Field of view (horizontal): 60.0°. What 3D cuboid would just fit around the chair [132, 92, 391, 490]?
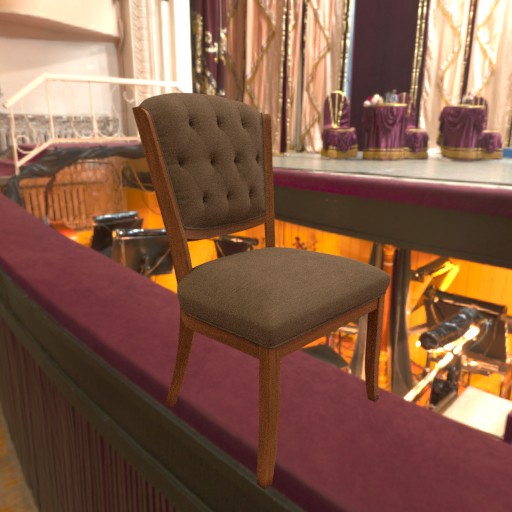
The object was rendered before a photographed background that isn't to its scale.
[{"bbox_3d":[0.000,0.000,1.263,0.584,0.905,0.513,15,21,43],"label":"chair"}]
